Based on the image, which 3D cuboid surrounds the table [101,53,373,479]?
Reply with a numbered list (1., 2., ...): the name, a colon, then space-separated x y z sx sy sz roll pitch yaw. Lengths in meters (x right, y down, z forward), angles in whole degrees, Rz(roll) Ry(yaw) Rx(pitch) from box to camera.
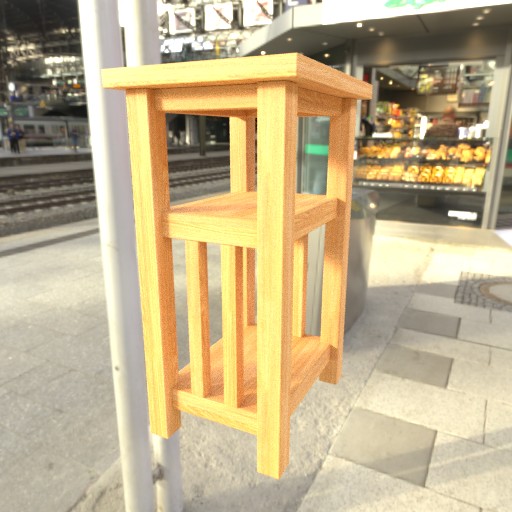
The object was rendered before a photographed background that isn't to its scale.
1. table: 0.000 0.000 0.734 0.270 0.550 0.350 8 17 26
